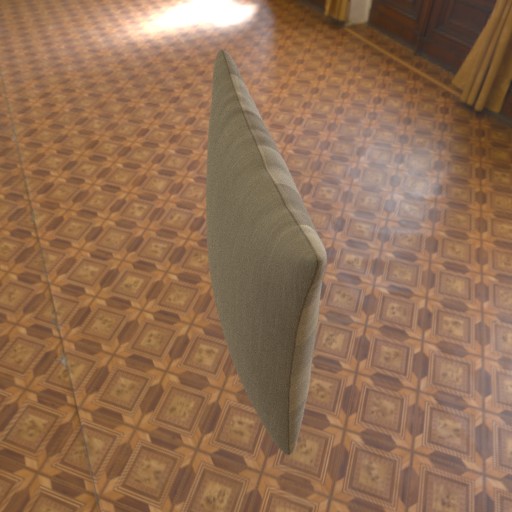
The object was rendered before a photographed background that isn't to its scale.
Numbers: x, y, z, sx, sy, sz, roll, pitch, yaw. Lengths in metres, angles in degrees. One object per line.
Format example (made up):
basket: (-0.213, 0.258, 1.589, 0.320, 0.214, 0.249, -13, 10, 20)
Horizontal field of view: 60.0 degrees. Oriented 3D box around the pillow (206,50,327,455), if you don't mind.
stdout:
pillow: (0.000, 0.000, 0.772, 0.161, 0.509, 0.511, -10, 47, -9)
